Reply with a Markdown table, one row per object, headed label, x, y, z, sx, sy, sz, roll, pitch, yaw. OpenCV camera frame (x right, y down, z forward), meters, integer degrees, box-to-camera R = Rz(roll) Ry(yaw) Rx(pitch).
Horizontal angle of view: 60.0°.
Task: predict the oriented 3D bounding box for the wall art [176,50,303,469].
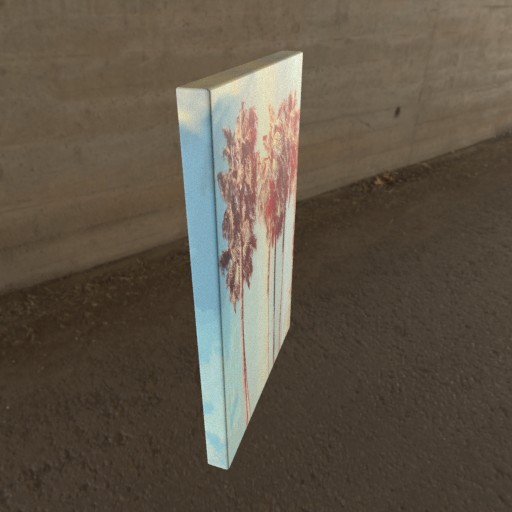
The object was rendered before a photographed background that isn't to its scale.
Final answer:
| label | x | y | z | sx | sy | sz | roll | pitch | yaw |
| --- | --- | --- | --- | --- | --- | --- | --- | --- | --- |
| wall art | 0.000 | 0.000 | 0.763 | 0.038 | 0.610 | 0.401 | 10 | 31 | 16 |
